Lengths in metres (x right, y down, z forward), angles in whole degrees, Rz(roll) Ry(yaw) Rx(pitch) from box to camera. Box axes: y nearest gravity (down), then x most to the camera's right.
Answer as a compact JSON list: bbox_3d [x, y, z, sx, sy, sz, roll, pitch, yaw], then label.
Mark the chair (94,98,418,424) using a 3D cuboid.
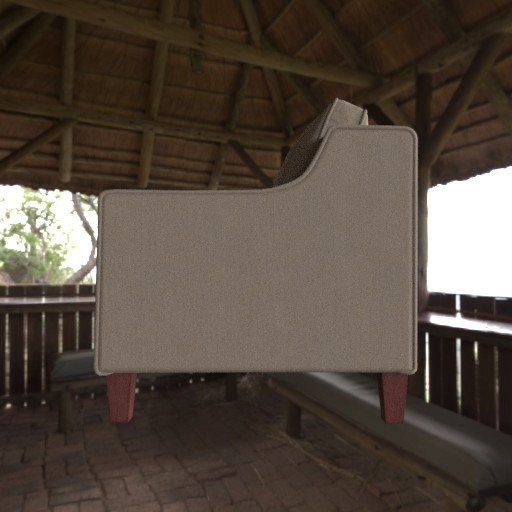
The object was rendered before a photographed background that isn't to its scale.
[{"bbox_3d":[0.000,0.000,1.636,0.909,0.960,0.831,0,-1,1],"label":"chair"}]
